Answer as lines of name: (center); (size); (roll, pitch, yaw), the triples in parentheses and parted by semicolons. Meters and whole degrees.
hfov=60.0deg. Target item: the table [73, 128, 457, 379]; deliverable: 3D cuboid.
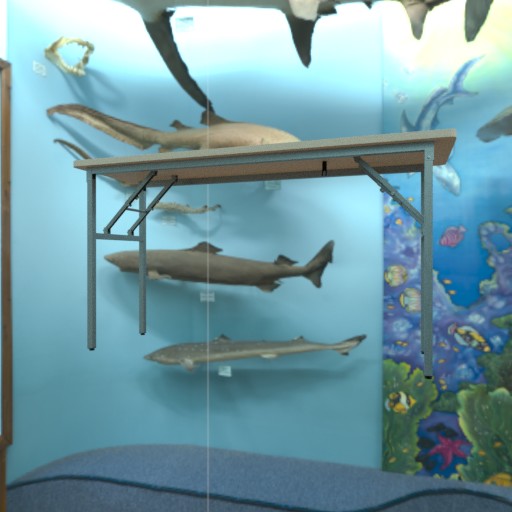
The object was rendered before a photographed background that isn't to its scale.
table: (0.000, 0.000, 1.730); (1.397, 0.750, 0.446); (0, 0, 19)
